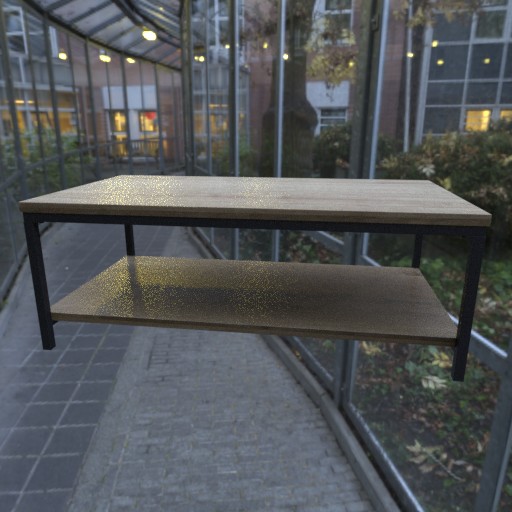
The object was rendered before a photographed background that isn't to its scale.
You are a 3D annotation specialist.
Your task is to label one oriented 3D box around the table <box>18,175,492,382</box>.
[{"bbox_3d":[0.000,0.000,1.311,1.062,0.393,0.574,2,17,8],"label":"table"}]
